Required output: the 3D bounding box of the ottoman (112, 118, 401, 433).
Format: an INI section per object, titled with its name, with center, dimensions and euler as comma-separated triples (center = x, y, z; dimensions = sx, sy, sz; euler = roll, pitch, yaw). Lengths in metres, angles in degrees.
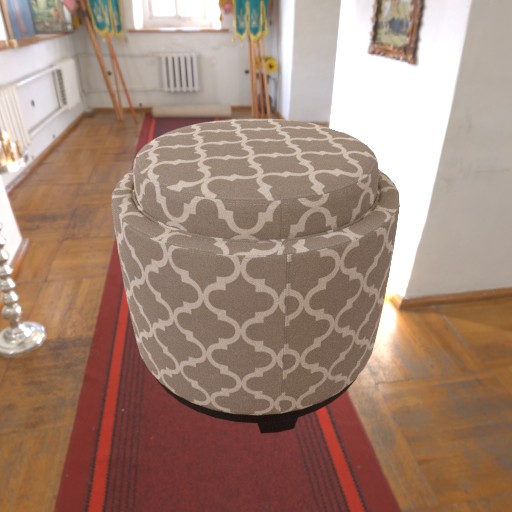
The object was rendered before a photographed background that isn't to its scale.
[ottoman]
center = 0.000, 0.000, 0.824
dimensions = 0.480, 0.429, 0.480
euler = 0, 32, 0
